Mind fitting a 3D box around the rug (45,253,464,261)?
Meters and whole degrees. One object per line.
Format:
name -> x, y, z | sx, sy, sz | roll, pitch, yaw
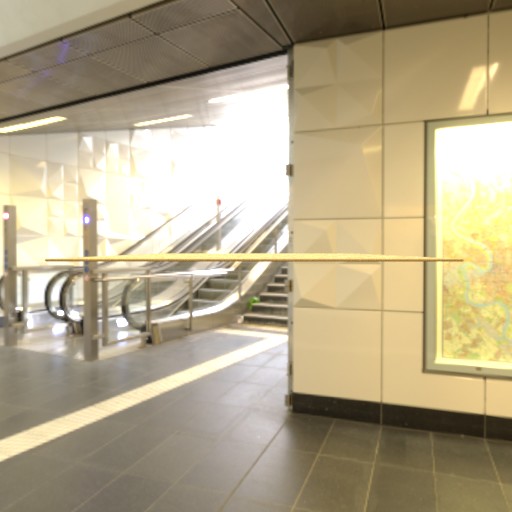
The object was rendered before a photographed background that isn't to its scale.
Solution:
rug -> 0.000, 0.000, 4.096 | 2.446, 0.015, 3.046 | 0, 1, 0
